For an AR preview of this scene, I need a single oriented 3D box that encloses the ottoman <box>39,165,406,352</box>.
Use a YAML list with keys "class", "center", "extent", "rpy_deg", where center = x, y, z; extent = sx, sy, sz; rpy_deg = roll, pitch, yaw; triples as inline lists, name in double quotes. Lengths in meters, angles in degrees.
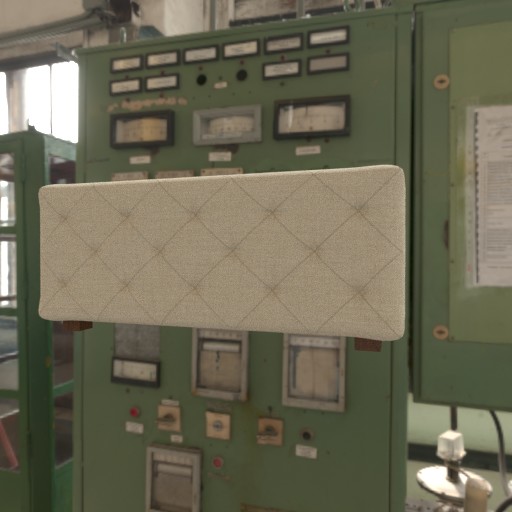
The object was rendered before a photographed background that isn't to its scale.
- class: "ottoman"
  center: [0.000, 0.000, 1.620]
  extent: [1.028, 0.439, 1.028]
  rpy_deg: [0, 1, 18]
